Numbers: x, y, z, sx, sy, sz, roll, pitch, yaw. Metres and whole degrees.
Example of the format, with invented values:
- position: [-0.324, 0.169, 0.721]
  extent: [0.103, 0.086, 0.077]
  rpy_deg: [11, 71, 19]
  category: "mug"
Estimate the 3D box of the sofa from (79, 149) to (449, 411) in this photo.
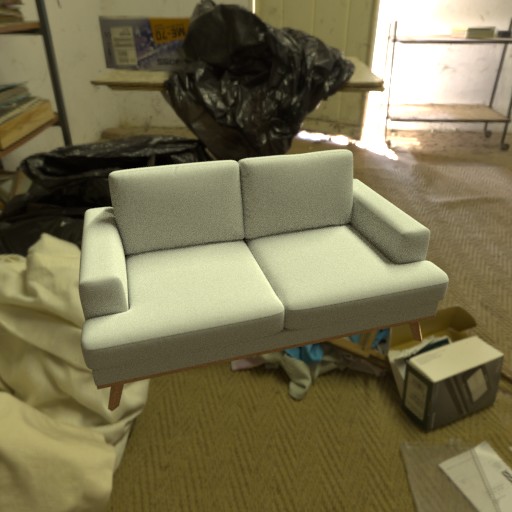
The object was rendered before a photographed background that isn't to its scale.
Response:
- position: [0.000, 0.000, 2.221]
  extent: [1.651, 0.810, 0.915]
  rpy_deg: [-9, 31, -14]
  category: "sofa"
